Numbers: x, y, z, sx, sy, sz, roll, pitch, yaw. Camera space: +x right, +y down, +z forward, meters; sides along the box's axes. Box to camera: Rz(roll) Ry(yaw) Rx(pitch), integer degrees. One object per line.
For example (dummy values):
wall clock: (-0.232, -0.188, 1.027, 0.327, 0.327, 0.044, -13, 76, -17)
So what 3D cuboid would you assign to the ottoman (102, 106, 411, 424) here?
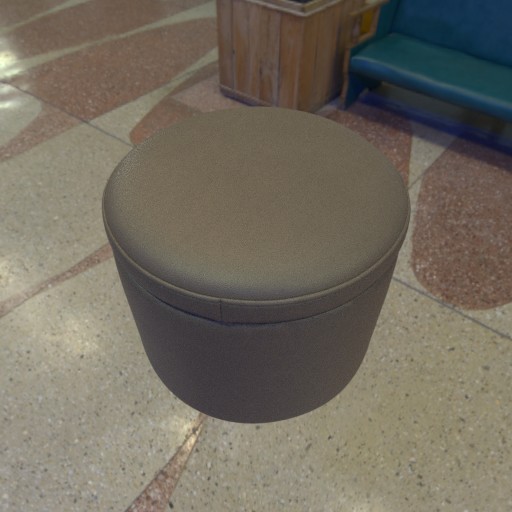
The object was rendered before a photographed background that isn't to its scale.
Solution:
ottoman: (0.000, 0.000, 0.851, 0.500, 0.409, 0.500, 0, 46, 0)
